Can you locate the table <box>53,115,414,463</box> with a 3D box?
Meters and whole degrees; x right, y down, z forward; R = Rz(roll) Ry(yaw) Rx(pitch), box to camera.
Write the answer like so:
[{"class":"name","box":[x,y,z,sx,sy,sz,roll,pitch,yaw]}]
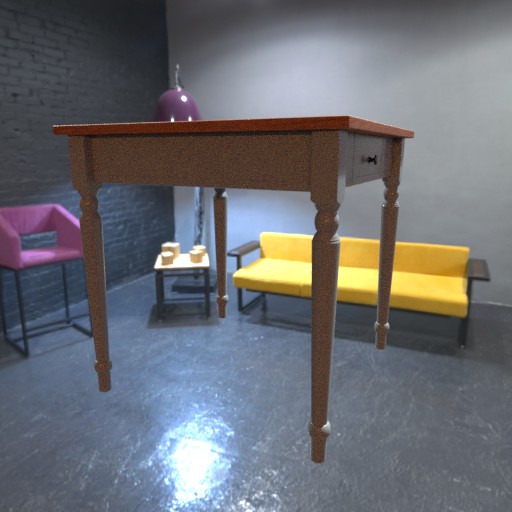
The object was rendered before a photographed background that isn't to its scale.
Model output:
[{"class":"table","box":[0.000,0.000,1.337,0.747,0.738,0.747,7,15,26]}]
